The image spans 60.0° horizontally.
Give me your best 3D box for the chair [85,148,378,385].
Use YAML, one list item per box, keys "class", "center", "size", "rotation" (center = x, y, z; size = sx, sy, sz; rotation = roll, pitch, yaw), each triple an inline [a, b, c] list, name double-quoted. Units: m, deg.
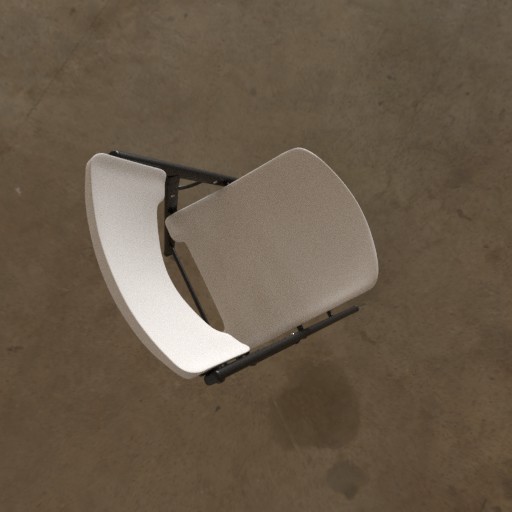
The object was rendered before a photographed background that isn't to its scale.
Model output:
- class: "chair"
  center: [0.000, 0.000, 1.127]
  size: [0.577, 0.765, 0.482]
  rotation: [-26, 78, -6]
